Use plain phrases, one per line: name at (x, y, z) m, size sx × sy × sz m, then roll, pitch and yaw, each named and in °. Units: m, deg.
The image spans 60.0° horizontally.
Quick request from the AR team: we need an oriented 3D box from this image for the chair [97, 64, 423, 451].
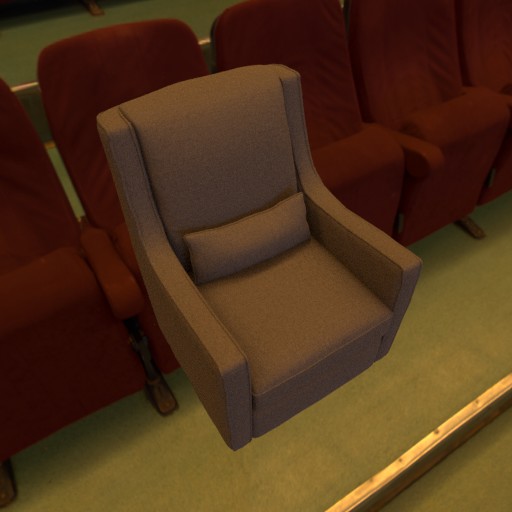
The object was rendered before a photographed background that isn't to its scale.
chair at (0.000, 0.000, 1.579) m, size 0.732 × 0.993 × 0.879 m, roll -25°, pitch 52°, yaw -21°
